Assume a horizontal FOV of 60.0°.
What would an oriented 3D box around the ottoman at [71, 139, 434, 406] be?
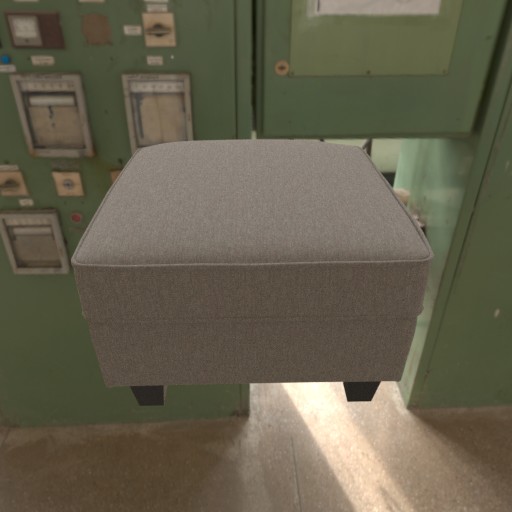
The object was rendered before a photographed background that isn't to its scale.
[{"bbox_3d":[0.000,0.000,1.425,0.871,0.612,0.808,-1,33,-1],"label":"ottoman"}]
